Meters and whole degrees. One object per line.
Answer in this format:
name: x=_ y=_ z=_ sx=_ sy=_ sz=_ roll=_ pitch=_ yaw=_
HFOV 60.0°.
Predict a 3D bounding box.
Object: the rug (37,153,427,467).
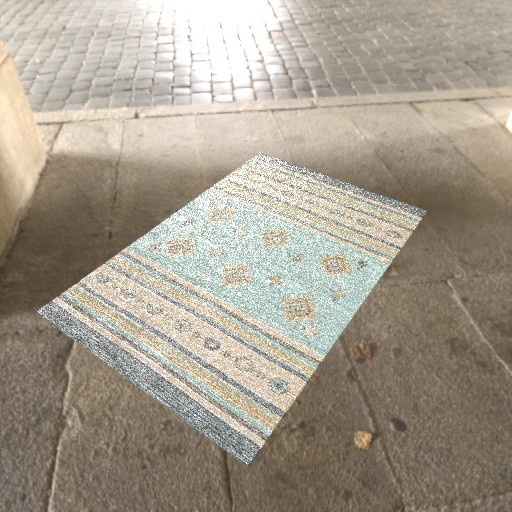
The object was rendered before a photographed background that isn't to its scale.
rug: x=0.000 y=0.000 z=2.343 sx=1.212 sy=0.010 sz=1.811 roll=25 pitch=48 yaw=25
